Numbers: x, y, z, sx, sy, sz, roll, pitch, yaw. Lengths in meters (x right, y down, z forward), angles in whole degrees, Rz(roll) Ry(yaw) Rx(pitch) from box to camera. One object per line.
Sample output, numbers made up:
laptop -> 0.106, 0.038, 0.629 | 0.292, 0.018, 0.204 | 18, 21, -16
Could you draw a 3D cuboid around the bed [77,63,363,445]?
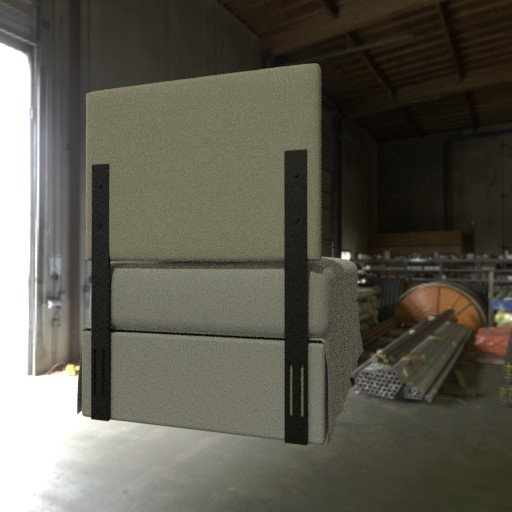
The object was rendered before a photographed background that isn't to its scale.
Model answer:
bed -> 0.000, 0.000, 2.902 | 1.261, 1.571, 1.997 | 0, -1, 17
